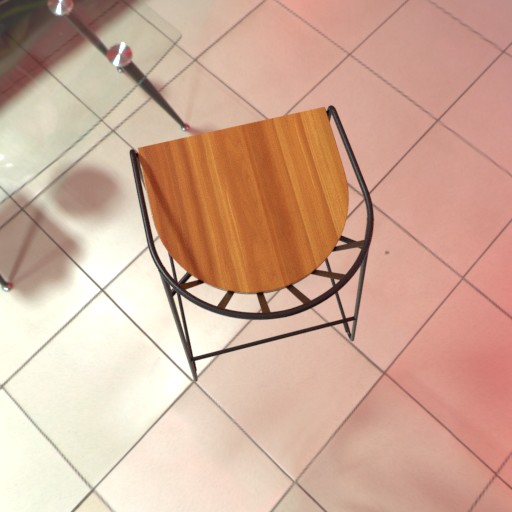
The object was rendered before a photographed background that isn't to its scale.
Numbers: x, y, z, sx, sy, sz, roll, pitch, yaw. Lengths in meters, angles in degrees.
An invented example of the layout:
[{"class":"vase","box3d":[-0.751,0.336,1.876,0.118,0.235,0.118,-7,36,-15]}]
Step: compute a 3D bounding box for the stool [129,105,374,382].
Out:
[{"class":"stool","box3d":[0.000,0.000,1.166,0.546,0.812,0.521,-14,74,-4]}]
